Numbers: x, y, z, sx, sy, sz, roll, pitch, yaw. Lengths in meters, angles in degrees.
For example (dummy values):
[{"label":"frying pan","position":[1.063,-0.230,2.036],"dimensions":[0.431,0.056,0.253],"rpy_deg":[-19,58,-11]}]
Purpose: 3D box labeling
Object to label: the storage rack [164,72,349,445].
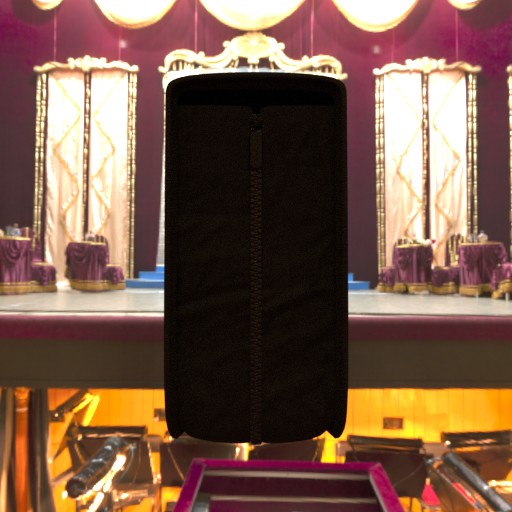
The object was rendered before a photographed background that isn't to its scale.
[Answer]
[{"label":"storage rack","position":[0.000,0.000,0.540],"dimensions":[0.168,0.387,0.297],"rpy_deg":[0,-2,0]}]
